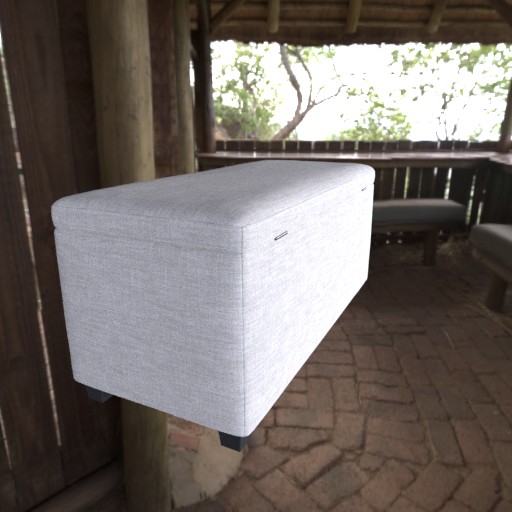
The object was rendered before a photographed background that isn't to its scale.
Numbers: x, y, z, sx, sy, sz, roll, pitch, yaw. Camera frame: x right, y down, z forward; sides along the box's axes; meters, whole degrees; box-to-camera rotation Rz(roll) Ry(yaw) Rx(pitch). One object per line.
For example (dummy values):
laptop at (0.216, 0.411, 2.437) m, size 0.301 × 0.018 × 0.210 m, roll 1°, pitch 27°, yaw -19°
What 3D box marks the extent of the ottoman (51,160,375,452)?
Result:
ottoman at (0.000, 0.000, 1.138) m, size 0.419 × 0.432 × 0.902 m, roll 8°, pitch 19°, yaw 25°
